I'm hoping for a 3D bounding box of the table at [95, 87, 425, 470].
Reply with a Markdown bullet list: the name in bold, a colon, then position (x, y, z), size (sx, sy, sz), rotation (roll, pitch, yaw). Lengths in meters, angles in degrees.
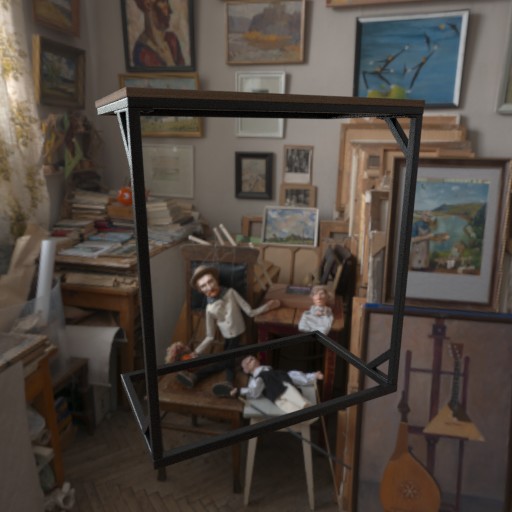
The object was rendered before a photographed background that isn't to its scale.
- **table**: position (0.000, 0.000, 1.016), size (0.597, 0.673, 0.351), rotation (-7, 17, -25)
